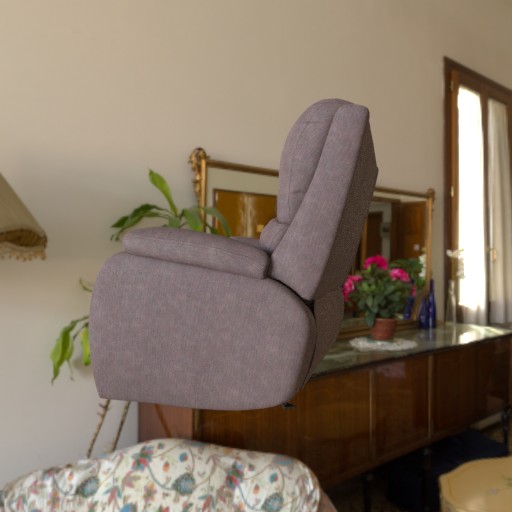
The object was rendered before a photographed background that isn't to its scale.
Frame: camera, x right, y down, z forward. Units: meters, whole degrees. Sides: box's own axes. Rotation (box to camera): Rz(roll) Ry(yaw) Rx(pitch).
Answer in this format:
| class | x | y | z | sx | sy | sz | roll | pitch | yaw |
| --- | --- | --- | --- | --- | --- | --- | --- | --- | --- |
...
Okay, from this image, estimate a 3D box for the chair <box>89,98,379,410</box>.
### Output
| class | x | y | z | sx | sy | sz | roll | pitch | yaw |
| --- | --- | --- | --- | --- | --- | --- | --- | --- | --- |
| chair | 0.000 | 0.000 | 1.727 | 0.899 | 1.011 | 0.930 | 0 | -1 | 17 |
